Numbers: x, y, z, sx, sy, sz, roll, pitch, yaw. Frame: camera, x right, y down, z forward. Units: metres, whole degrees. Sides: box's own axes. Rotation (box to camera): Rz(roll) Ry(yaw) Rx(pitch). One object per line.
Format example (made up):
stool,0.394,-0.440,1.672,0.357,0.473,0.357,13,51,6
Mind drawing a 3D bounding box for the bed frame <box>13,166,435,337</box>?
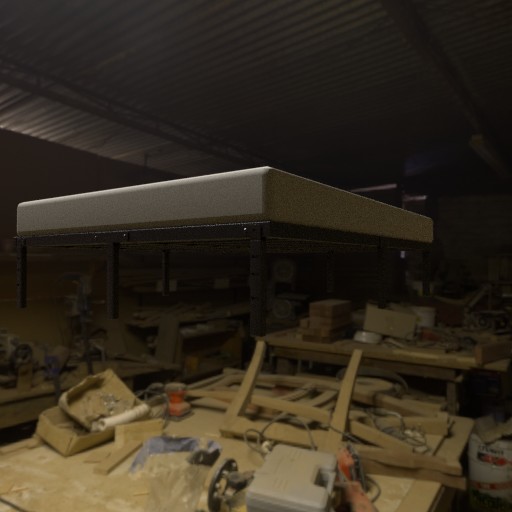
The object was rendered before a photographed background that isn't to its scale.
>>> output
bed frame,0.000,0.000,3.360,1.990,0.680,2.635,-1,-1,35
